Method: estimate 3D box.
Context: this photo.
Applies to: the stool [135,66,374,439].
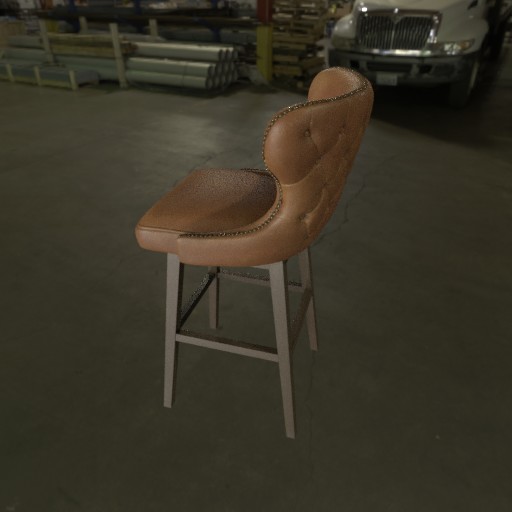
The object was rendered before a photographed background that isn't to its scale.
[{"bbox_3d":[0.000,0.000,1.433,0.606,1.087,0.591,9,32,14],"label":"stool"}]
